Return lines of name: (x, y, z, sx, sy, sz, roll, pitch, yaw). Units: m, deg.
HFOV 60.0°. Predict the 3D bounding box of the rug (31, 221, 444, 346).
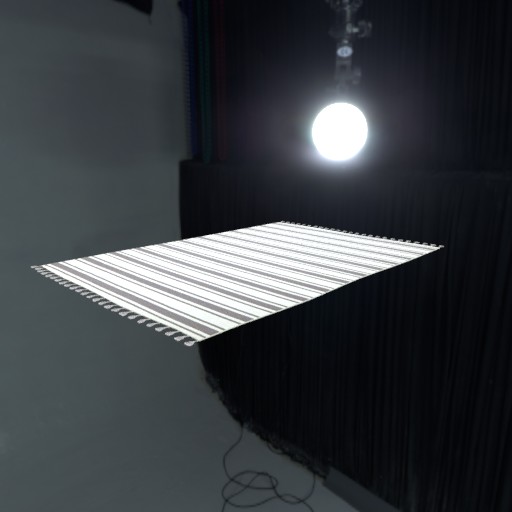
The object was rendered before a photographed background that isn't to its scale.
rug: (0.000, 0.000, 3.834, 2.030, 0.017, 3.040, 13, 19, 43)
